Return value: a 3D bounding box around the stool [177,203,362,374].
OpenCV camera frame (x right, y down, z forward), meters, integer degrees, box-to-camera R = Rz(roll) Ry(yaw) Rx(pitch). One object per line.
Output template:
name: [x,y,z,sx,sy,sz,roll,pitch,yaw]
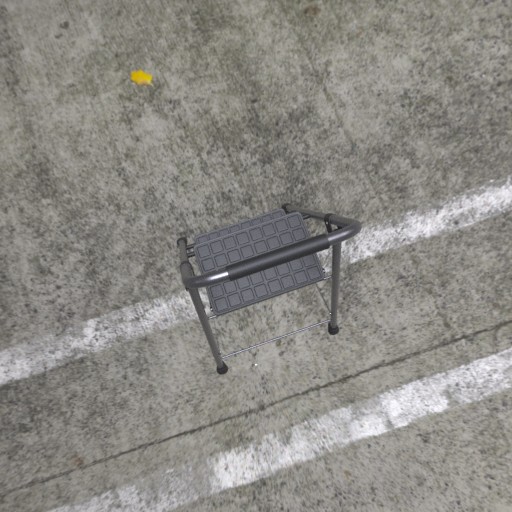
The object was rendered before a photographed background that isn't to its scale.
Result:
stool: [0.000,0.000,1.167,0.450,0.872,0.514,-18,77,-4]
